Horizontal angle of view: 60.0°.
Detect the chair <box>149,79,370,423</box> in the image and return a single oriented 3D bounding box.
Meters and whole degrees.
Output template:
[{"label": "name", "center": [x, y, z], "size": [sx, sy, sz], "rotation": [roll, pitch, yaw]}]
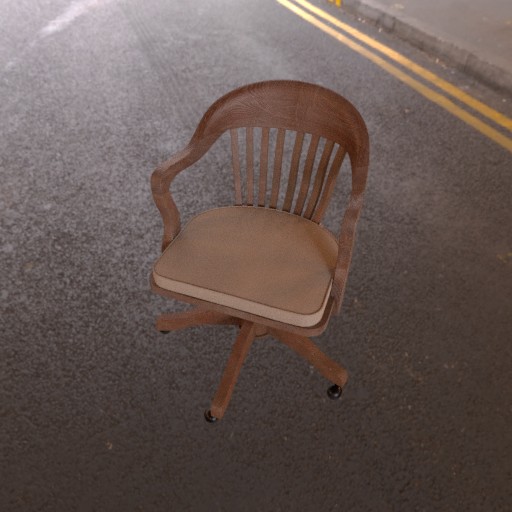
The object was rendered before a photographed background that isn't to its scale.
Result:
[{"label": "chair", "center": [0.000, 0.000, 1.459], "size": [0.750, 0.878, 0.788], "rotation": [14, 44, 15]}]
